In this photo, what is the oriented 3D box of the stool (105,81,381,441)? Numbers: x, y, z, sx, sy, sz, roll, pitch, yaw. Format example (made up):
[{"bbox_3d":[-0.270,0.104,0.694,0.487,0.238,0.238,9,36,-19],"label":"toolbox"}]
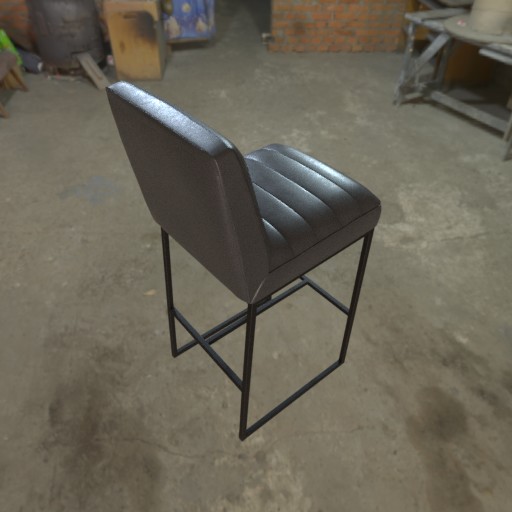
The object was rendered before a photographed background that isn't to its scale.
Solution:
[{"bbox_3d":[0.000,0.000,1.338,0.552,1.040,0.457,-28,48,-29],"label":"stool"}]
